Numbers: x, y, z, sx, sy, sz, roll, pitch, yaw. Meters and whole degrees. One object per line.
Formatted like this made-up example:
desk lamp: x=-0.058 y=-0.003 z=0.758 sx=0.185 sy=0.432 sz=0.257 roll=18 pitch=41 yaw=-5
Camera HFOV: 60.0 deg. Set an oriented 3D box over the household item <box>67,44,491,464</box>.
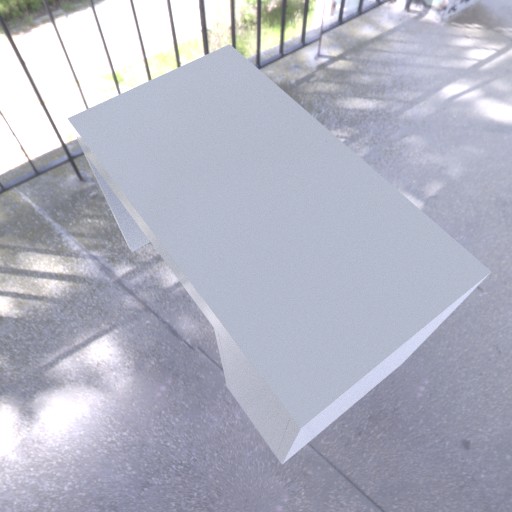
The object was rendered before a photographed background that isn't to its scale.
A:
household item: x=0.000 y=0.000 z=1.524 sx=0.597 sy=0.749 sz=1.100 roll=-33 pitch=65 yaw=-18
